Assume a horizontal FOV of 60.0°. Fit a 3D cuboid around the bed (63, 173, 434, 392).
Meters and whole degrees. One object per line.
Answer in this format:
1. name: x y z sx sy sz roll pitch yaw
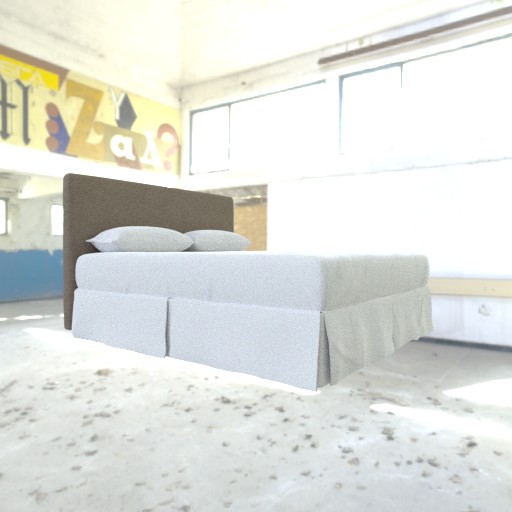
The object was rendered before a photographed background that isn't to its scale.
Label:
1. bed: 0.000 0.000 3.620 2.341 1.317 2.119 1 1 36
